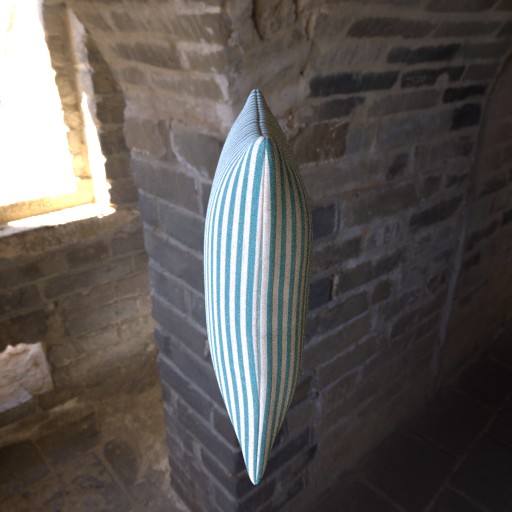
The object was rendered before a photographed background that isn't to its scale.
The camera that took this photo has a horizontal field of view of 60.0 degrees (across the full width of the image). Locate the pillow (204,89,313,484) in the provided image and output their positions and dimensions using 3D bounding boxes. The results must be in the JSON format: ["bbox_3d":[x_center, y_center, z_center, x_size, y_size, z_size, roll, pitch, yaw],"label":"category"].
[{"bbox_3d":[0.000,0.000,0.781,0.166,0.510,0.523,0,26,-1],"label":"pillow"}]
